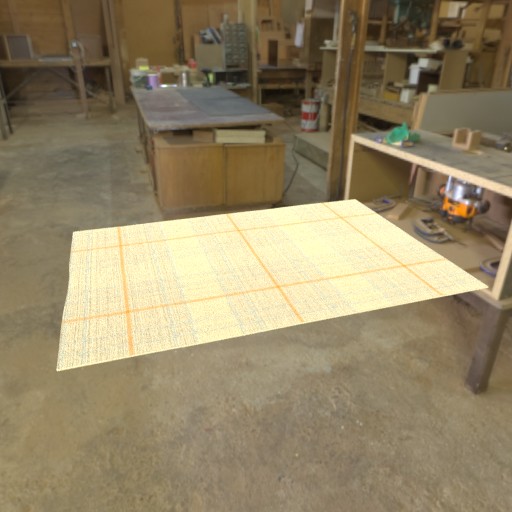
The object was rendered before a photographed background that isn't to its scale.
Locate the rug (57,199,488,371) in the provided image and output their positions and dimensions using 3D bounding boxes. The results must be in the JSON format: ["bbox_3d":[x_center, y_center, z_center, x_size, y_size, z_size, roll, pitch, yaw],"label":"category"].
[{"bbox_3d":[0.000,0.000,2.283,1.825,0.015,1.232,-8,28,-16],"label":"rug"}]
